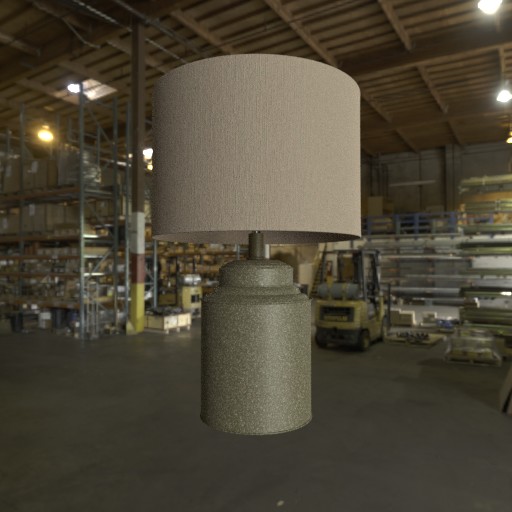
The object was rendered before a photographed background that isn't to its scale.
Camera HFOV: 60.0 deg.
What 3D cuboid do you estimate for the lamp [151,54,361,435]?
[{"bbox_3d":[0.000,0.000,0.688,0.318,0.486,0.318,0,-1,0],"label":"lamp"}]
